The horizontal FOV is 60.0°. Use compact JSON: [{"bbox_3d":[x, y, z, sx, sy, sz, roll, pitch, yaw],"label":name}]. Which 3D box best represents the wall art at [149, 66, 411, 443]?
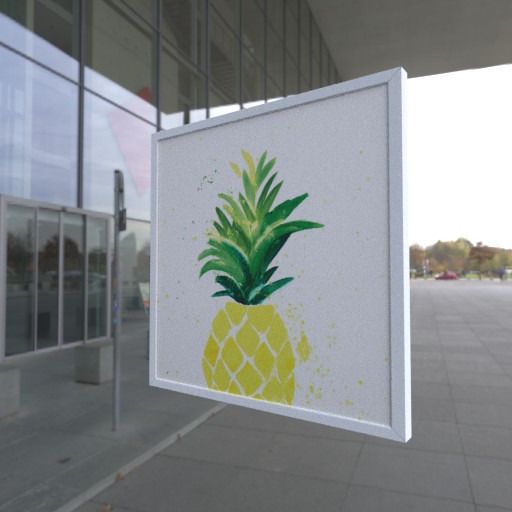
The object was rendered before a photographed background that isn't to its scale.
[{"bbox_3d":[0.000,0.000,1.134,0.763,0.761,0.038,-1,-2,36],"label":"wall art"}]
